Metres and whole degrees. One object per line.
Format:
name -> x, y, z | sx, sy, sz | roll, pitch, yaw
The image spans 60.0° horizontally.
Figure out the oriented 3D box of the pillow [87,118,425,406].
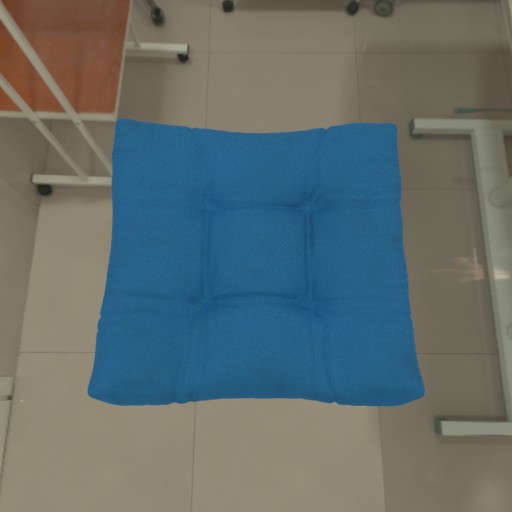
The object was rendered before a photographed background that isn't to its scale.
pillow -> 0.000, 0.000, 0.728 | 0.490, 0.128, 0.468 | 0, 75, 0
